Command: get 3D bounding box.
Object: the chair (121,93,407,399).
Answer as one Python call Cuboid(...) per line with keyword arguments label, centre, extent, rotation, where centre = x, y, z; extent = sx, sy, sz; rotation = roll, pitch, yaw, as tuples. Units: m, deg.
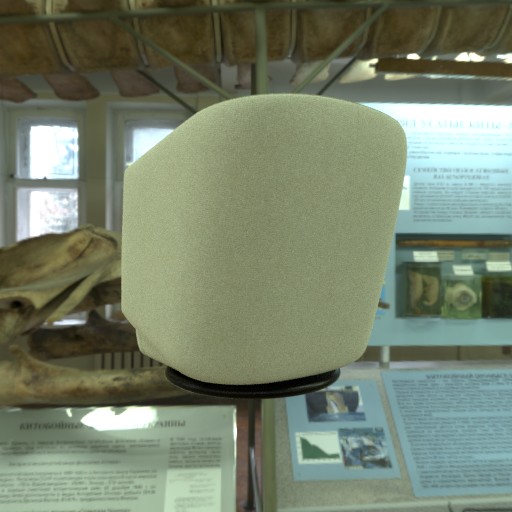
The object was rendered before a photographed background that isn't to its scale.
Cuboid(label="chair", centre=(0.000, 0.000, 1.623), extent=(0.822, 0.861, 0.986), rotation=(0, 0, -35))
